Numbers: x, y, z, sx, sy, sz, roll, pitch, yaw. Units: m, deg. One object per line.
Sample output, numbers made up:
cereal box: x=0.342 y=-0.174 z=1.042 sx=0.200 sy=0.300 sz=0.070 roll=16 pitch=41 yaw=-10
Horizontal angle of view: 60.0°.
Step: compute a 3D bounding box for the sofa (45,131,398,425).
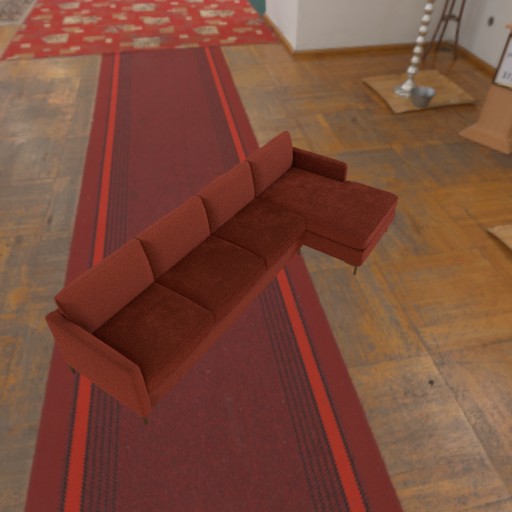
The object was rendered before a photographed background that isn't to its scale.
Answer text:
sofa: x=0.000 y=0.000 z=3.573 sx=1.350 sy=0.810 sz=2.932 roll=24 pitch=47 yaw=25
